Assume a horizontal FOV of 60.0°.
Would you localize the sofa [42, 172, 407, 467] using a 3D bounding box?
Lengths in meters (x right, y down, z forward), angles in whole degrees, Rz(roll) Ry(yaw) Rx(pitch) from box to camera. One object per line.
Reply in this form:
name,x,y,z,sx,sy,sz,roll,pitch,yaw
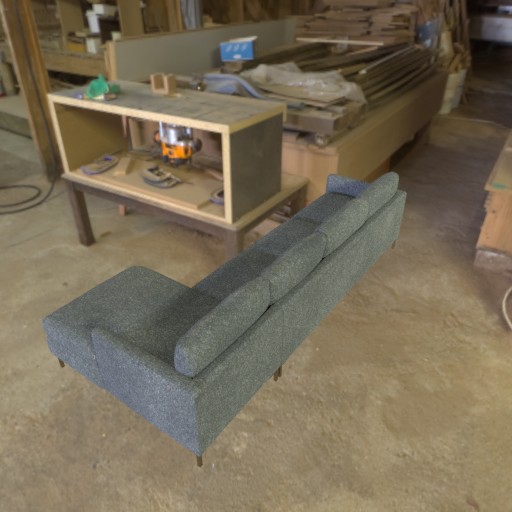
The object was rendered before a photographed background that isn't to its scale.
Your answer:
sofa,0.000,0.000,3.510,1.350,0.810,2.932,21,38,30
